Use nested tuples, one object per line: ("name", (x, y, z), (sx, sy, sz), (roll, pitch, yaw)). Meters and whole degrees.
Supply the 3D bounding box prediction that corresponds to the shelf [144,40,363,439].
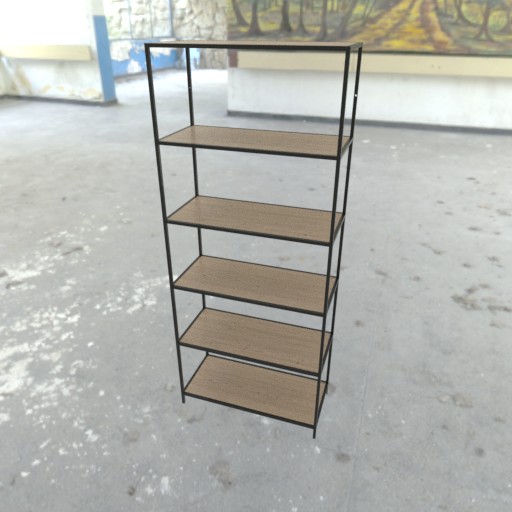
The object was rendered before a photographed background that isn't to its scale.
("shelf", (0.000, 0.000, 2.132), (0.770, 1.850, 0.350), (9, 29, 16))
